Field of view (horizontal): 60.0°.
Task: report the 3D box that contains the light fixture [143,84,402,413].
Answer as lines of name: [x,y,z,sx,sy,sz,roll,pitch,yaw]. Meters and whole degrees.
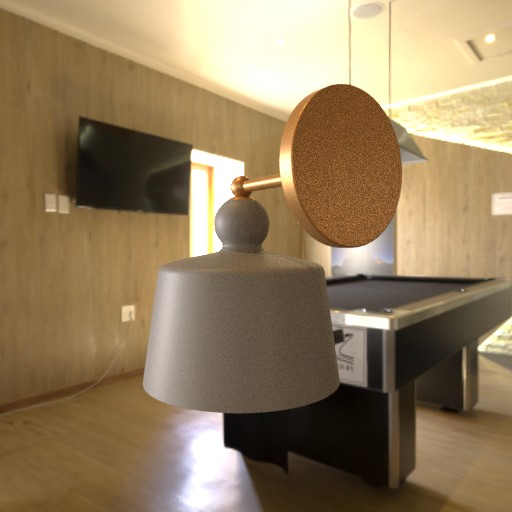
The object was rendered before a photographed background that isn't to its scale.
light fixture: [0.000,0.000,0.446,0.204,0.268,0.254,-1,2,-36]
